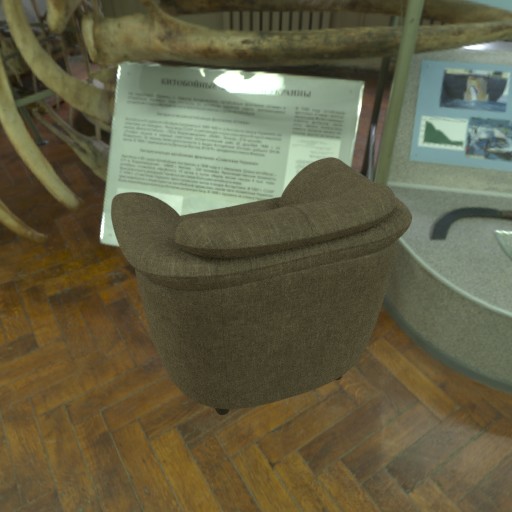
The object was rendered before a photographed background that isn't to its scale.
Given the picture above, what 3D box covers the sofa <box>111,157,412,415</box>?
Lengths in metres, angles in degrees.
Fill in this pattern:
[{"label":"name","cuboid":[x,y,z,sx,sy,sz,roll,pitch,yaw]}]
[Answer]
[{"label":"sofa","cuboid":[0.000,0.000,1.504,0.870,0.811,0.794,-12,42,-14]}]
